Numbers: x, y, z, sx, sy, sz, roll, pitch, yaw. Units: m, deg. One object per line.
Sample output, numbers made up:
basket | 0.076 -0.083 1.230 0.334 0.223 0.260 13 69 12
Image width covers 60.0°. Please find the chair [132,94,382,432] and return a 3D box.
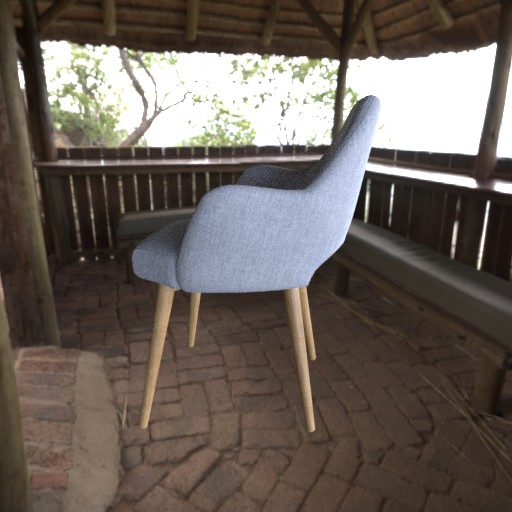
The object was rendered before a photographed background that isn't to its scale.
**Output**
chair | 0.000 0.000 1.242 0.610 0.840 0.590 2 16 7
